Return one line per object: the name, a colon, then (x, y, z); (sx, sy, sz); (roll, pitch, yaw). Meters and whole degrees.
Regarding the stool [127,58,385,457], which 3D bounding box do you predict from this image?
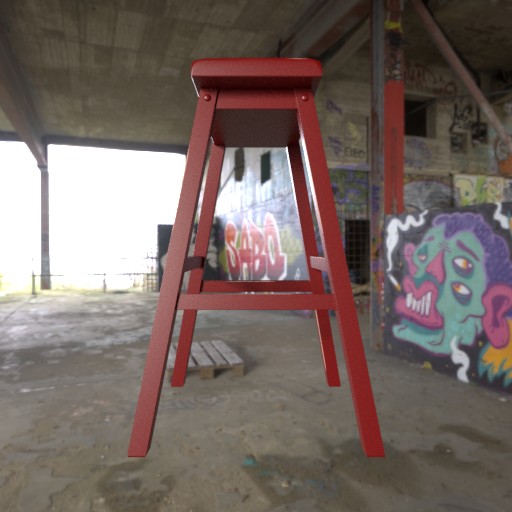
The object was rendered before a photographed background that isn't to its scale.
stool: (0.000, 0.000, 1.041); (0.476, 0.737, 0.457); (0, 1, 0)
